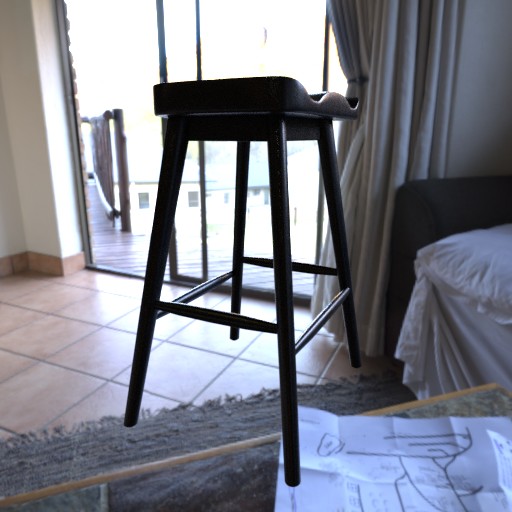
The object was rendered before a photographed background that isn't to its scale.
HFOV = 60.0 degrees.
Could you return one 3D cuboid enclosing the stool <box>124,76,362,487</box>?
[{"bbox_3d":[0.000,0.000,0.881,0.361,0.615,0.440,7,17,25],"label":"stool"}]
